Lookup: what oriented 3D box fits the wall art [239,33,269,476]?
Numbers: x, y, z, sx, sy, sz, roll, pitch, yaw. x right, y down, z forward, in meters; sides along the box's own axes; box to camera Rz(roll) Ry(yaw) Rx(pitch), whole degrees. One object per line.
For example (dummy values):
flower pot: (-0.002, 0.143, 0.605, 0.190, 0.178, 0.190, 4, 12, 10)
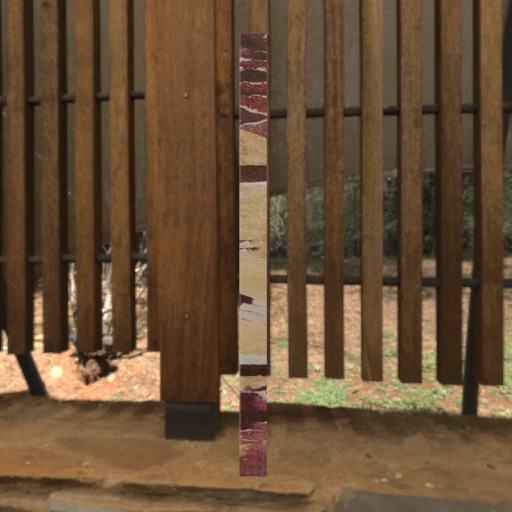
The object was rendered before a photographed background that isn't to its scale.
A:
wall art: (0.000, 0.000, 0.918, 0.041, 0.613, 0.609, 0, -1, 0)
